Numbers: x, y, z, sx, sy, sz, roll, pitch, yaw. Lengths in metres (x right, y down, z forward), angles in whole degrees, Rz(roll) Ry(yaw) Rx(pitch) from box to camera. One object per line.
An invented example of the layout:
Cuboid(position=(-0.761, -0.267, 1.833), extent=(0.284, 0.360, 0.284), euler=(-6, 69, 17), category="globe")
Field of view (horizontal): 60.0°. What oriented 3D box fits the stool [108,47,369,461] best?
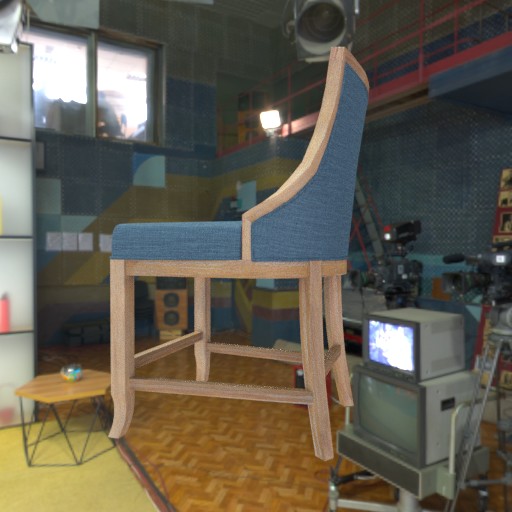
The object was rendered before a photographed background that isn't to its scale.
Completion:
Cuboid(position=(0.000, 0.000, 1.279), extent=(0.626, 0.938, 0.524), euler=(0, 1, 20), category="stool")
